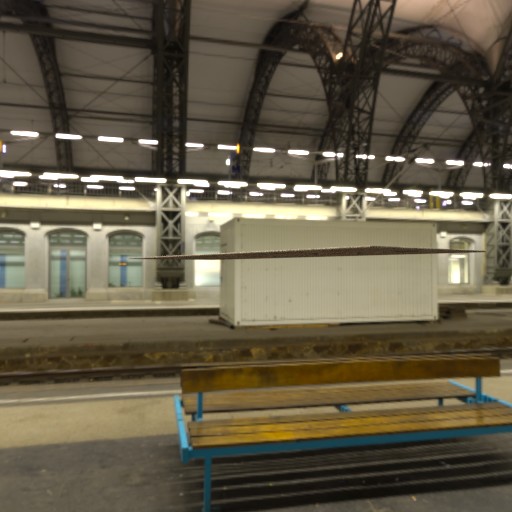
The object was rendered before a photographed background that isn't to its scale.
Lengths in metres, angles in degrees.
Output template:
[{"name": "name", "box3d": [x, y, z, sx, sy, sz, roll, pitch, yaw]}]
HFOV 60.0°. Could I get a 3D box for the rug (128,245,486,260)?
[{"name": "rug", "box3d": [0.000, 0.000, 2.722, 0.766, 0.008, 2.432, 1, -2, -35]}]
